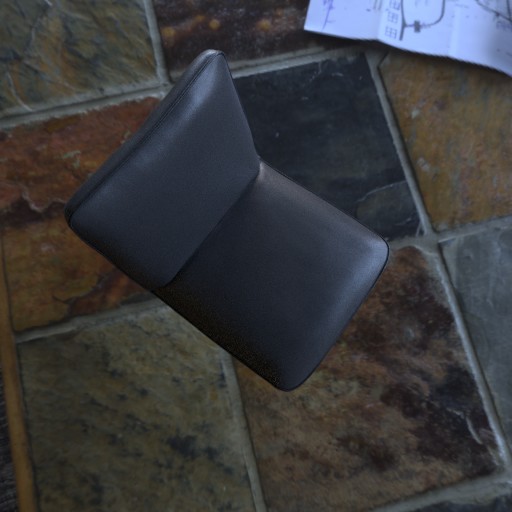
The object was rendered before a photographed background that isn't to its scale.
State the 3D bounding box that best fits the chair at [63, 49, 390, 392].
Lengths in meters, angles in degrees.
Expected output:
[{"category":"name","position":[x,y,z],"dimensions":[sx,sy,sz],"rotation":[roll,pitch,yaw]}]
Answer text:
[{"category":"chair","position":[0.000,0.000,1.227],"dimensions":[0.645,0.801,0.543],"rotation":[31,78,7]}]
